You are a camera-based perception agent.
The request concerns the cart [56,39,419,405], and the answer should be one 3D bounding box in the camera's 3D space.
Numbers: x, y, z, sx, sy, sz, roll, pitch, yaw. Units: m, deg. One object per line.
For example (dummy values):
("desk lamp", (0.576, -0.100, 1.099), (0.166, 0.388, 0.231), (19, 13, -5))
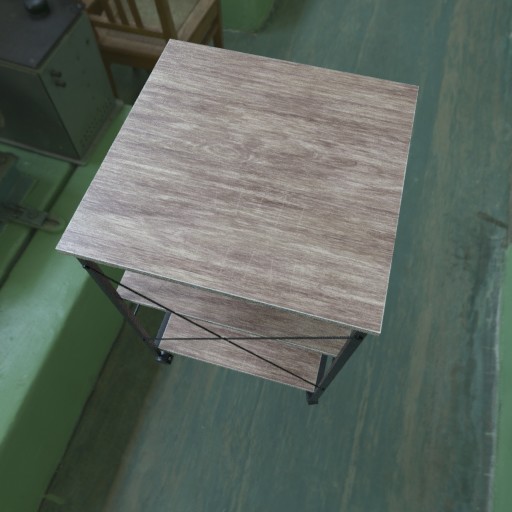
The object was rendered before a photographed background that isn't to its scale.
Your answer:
("cart", (0.000, 0.000, 1.129), (0.521, 0.762, 0.520), (14, 64, 7))
